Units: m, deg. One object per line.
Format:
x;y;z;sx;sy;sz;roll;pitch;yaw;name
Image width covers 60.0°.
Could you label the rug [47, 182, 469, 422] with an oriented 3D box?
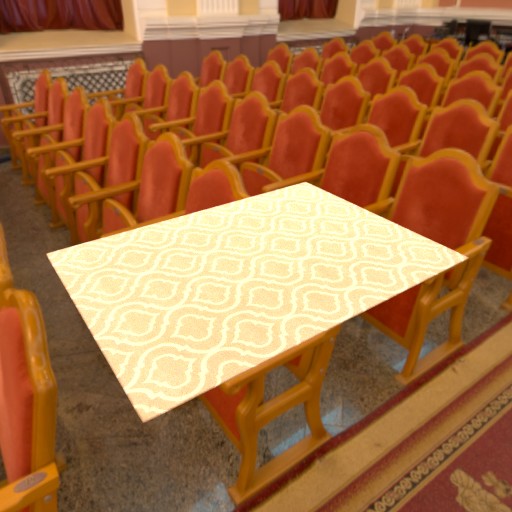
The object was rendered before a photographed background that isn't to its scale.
0.000;0.000;4.340;3.353;0.010;2.438;-20;36;-29;rug
